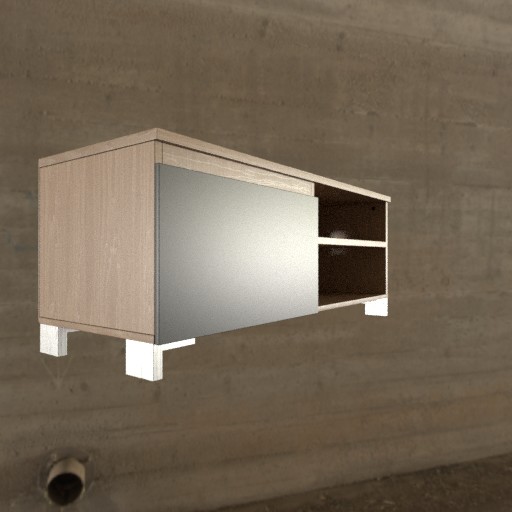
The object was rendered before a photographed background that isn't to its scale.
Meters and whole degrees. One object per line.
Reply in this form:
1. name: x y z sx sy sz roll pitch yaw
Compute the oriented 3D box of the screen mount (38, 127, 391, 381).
1. screen mount: 0.000 0.000 1.301 0.406 0.432 1.084 0 0 37
